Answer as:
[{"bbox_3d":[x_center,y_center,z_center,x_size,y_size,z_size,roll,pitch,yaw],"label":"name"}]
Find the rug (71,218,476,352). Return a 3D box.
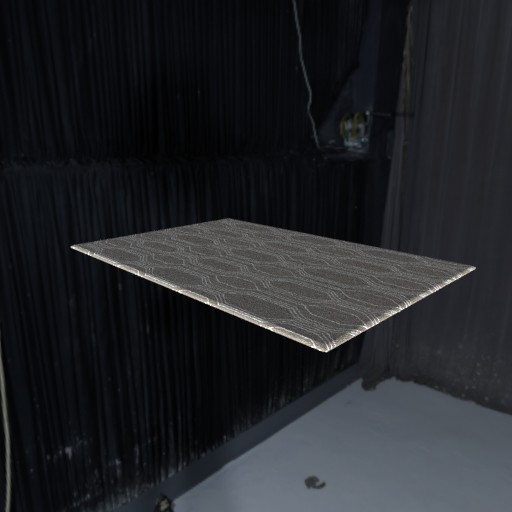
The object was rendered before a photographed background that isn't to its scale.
[{"bbox_3d":[0.000,0.000,2.390,1.239,0.012,1.836,-15,21,-43],"label":"rug"}]
